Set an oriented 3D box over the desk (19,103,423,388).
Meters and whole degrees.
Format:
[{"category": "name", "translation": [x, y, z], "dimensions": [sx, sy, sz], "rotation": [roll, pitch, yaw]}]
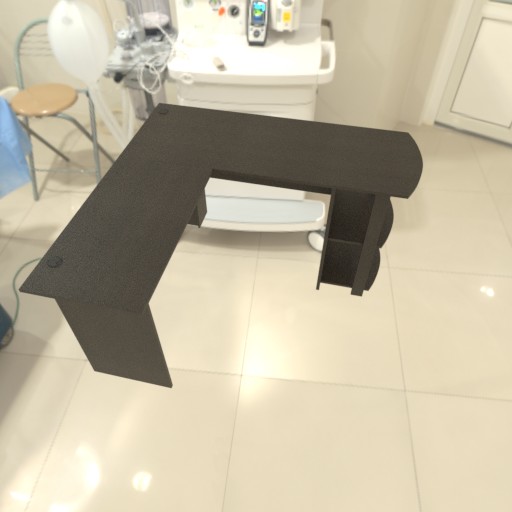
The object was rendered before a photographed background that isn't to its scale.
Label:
[{"category": "desk", "translation": [0.000, 0.000, 2.098], "dimensions": [1.361, 0.716, 1.303], "rotation": [10, 48, 9]}]
